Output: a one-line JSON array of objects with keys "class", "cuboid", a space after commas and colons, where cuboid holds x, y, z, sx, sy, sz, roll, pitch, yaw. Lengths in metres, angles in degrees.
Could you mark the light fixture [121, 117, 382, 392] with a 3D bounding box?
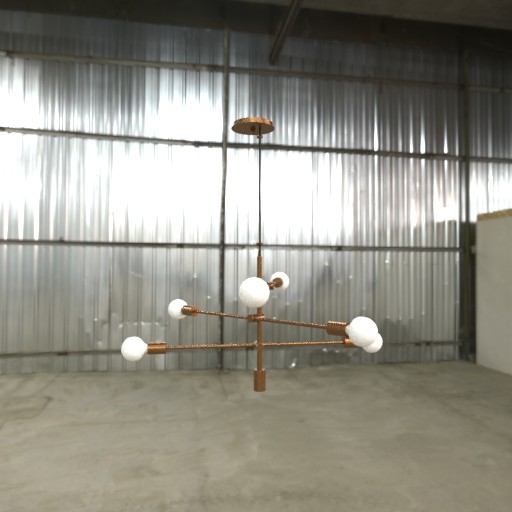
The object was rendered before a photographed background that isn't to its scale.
[{"class": "light fixture", "cuboid": [0.000, 0.000, 1.243, 0.682, 0.744, 0.637, 0, -1, 19]}]
